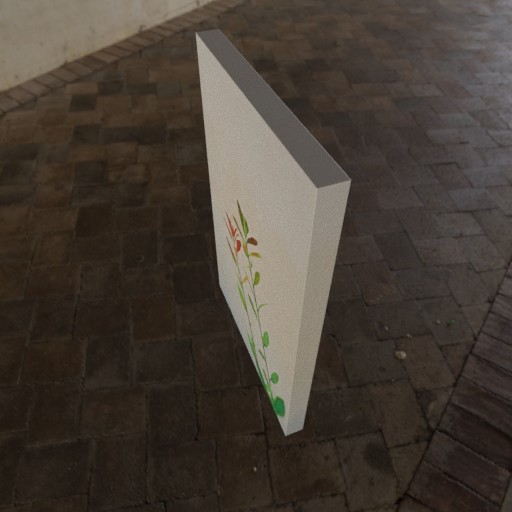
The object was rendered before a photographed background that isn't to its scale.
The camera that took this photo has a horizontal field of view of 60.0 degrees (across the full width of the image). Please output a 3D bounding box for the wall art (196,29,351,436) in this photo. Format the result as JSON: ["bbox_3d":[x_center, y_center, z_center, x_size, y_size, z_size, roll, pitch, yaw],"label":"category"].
[{"bbox_3d":[0.000,0.000,0.777,0.038,0.611,0.408,-16,49,-14],"label":"wall art"}]
